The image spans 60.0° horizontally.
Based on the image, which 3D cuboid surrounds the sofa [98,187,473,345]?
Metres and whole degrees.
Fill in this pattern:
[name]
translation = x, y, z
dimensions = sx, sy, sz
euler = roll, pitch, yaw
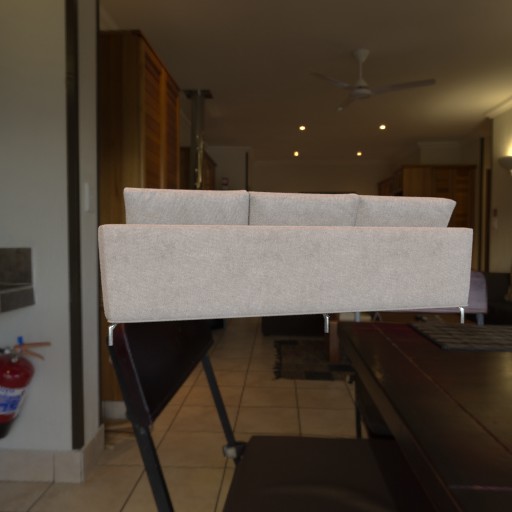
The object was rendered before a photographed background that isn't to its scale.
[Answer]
[sofa]
translation = 0.000, 0.000, 3.818
dimensions = 2.438, 0.864, 2.438
euler = -1, 2, -16
